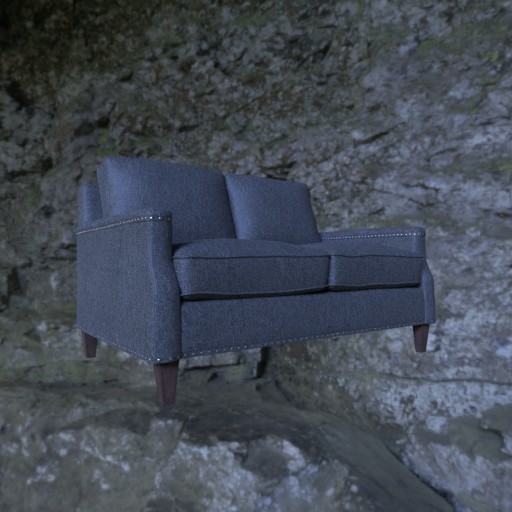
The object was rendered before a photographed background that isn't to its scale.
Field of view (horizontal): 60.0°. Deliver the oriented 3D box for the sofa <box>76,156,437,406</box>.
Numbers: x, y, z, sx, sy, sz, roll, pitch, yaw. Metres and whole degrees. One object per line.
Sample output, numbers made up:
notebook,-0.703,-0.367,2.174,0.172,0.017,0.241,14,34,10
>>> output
sofa,0.000,0.000,2.288,1.597,1.003,1.084,0,-1,-36
